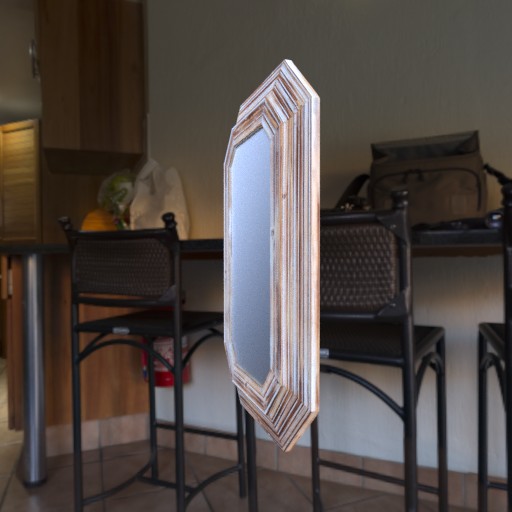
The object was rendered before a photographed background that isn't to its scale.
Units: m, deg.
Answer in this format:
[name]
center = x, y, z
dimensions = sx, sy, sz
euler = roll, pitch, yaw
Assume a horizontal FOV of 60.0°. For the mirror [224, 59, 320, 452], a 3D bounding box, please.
[mirror]
center = 0.000, 0.000, 1.323
dimensions = 0.061, 1.015, 0.709
euler = 0, 1, -19
